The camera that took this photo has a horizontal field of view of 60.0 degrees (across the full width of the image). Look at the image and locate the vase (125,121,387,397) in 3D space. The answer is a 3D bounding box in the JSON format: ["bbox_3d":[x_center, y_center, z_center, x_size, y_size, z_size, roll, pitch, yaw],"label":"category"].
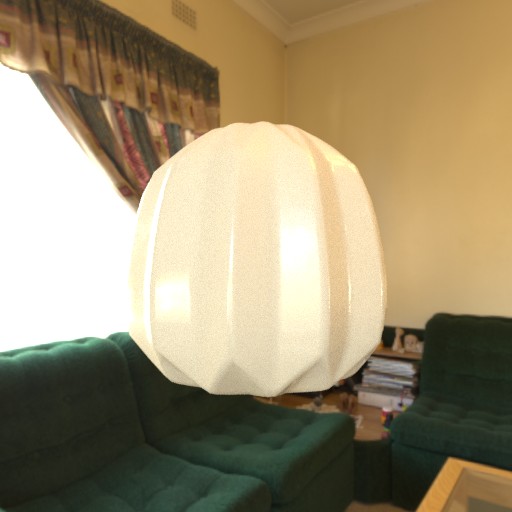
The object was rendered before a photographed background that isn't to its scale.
[{"bbox_3d":[0.000,0.000,0.244,0.139,0.134,0.139,0,-1,0],"label":"vase"}]
